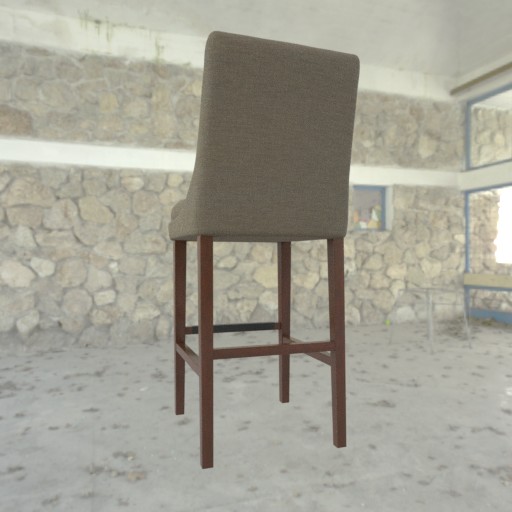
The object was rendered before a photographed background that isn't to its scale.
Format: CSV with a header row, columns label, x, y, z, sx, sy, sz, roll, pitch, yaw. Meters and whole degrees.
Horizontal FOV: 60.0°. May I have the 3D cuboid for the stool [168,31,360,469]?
label,x,y,z,sx,sy,sz,roll,pitch,yaw
stool,0.000,0.000,1.361,0.470,1.078,0.577,0,-1,-19
